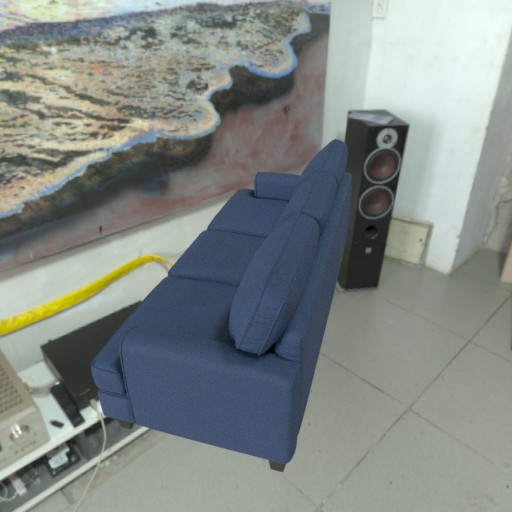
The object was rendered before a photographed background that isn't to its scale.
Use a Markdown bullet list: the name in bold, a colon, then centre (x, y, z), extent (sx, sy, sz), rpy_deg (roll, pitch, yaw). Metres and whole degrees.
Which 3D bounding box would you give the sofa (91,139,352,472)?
- **sofa**: centre (0.000, 0.000, 2.705), extent (0.951, 0.965, 2.158), rpy_deg (9, 32, 14)
